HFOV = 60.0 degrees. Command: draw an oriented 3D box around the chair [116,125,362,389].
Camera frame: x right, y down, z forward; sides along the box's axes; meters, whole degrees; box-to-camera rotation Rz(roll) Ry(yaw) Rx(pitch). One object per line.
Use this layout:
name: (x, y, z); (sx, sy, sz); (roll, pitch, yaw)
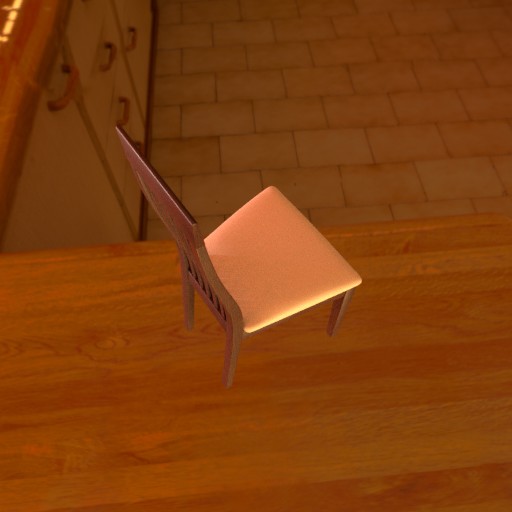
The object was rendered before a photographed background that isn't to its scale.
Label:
chair: (0.000, 0.000, 1.312); (0.474, 1.027, 0.460); (-31, 64, -18)
